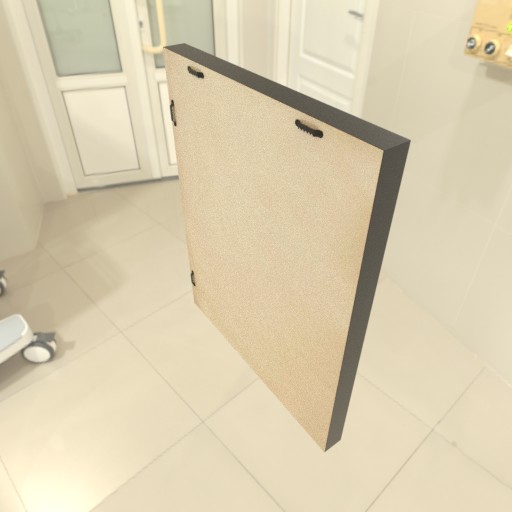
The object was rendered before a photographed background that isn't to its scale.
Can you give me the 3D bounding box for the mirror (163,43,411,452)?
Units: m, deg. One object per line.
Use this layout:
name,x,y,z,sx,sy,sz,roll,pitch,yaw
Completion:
mirror,0.000,0.000,0.664,0.041,0.508,0.405,-25,45,-27
